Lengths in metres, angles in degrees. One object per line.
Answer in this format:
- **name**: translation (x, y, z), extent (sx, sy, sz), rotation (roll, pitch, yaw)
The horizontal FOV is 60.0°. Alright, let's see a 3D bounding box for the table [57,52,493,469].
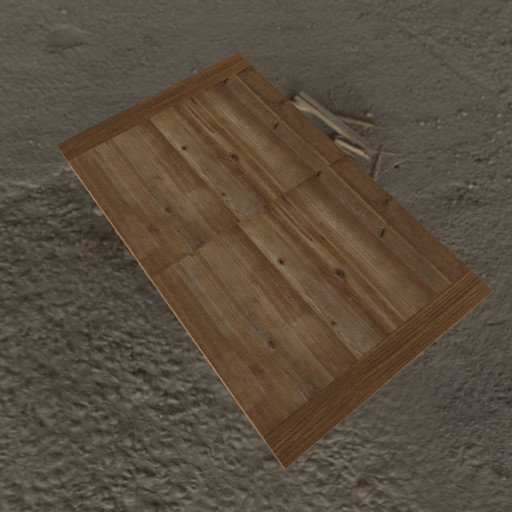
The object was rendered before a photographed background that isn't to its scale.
- **table**: translation (0.000, 0.000, 2.008), extent (0.922, 0.743, 1.503), rotation (-34, 68, -16)
